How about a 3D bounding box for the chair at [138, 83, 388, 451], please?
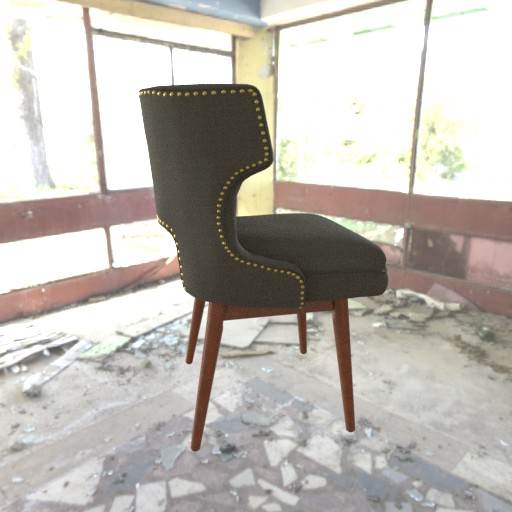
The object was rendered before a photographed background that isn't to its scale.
[{"bbox_3d":[0.000,0.000,1.236,0.581,0.863,0.595,-3,15,-10],"label":"chair"}]
